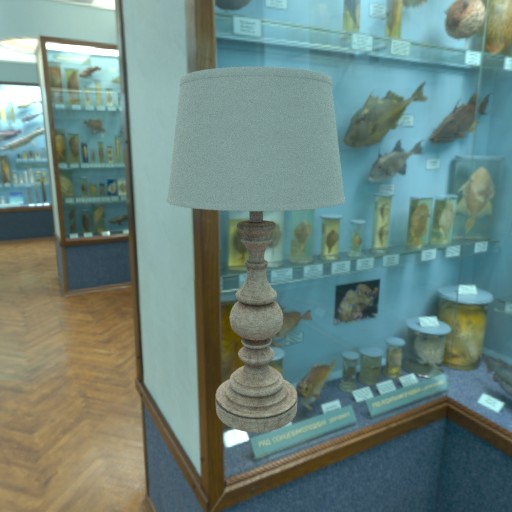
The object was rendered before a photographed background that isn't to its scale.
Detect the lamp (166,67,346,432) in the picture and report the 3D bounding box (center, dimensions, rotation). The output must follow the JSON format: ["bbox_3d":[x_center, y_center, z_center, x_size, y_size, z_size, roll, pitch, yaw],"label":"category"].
[{"bbox_3d":[0.000,0.000,0.882,0.340,0.678,0.340,0,13,0],"label":"lamp"}]
